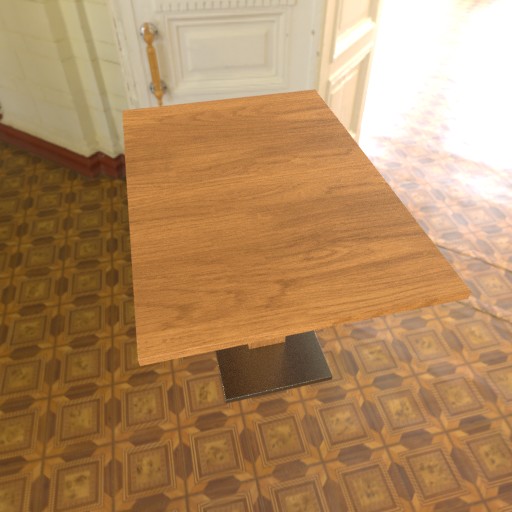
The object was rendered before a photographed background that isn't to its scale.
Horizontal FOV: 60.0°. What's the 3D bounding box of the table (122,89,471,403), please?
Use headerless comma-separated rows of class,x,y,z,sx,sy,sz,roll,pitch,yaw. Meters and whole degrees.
table,0.000,0.000,1.857,0.900,0.770,1.300,-10,46,-10
